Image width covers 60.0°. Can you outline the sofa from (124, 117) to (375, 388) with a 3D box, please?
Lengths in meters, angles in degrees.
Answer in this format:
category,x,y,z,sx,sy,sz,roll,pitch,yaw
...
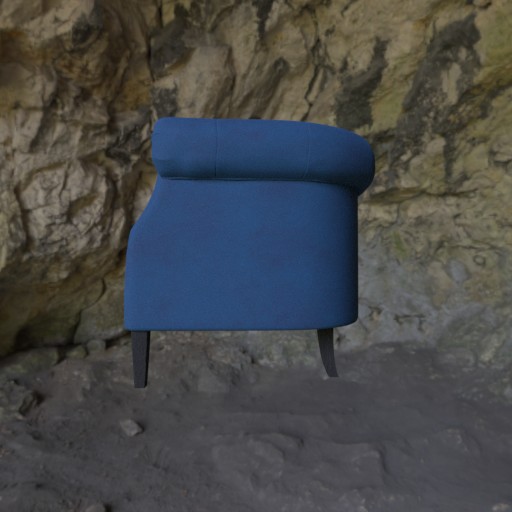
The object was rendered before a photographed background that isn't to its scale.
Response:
category,x,y,z,sx,sy,sz,roll,pitch,yaw
sofa,0.000,0.000,2.042,0.835,0.827,1.558,0,-1,-1
